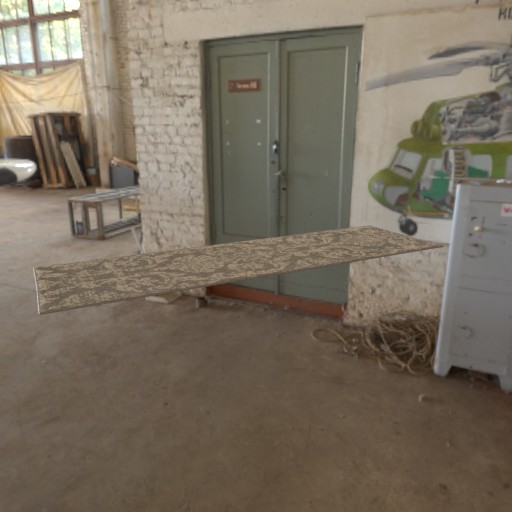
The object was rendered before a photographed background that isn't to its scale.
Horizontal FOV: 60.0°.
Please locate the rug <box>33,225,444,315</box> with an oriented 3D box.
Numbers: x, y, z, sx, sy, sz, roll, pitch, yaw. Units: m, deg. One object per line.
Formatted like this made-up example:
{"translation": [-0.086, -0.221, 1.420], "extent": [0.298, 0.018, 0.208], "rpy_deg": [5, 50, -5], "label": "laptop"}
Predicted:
{"translation": [0.000, 0.000, 2.447], "extent": [2.196, 0.011, 0.662], "rpy_deg": [-8, 18, -26], "label": "rug"}
